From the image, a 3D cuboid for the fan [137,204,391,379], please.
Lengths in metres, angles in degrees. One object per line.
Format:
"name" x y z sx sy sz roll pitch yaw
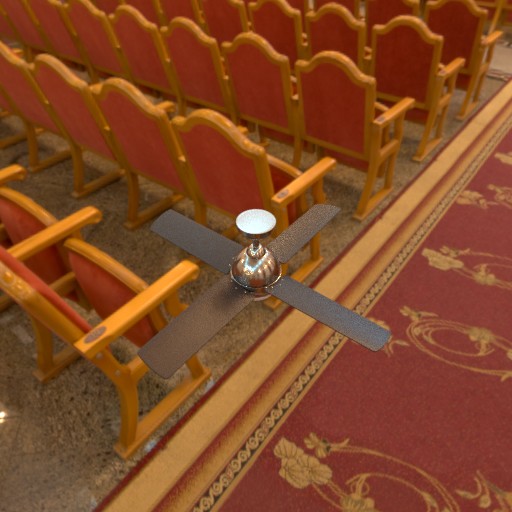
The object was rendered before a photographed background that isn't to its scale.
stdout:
"fan" 0.000 0.000 2.020 1.332 0.403 1.332 28 49 27
